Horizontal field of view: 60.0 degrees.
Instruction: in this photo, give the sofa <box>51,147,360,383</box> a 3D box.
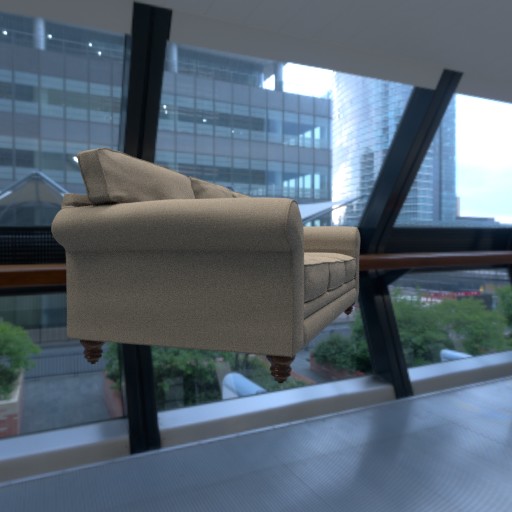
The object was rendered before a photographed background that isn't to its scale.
[{"bbox_3d":[0.000,0.000,2.575,0.998,0.889,2.118,0,1,19],"label":"sofa"}]
